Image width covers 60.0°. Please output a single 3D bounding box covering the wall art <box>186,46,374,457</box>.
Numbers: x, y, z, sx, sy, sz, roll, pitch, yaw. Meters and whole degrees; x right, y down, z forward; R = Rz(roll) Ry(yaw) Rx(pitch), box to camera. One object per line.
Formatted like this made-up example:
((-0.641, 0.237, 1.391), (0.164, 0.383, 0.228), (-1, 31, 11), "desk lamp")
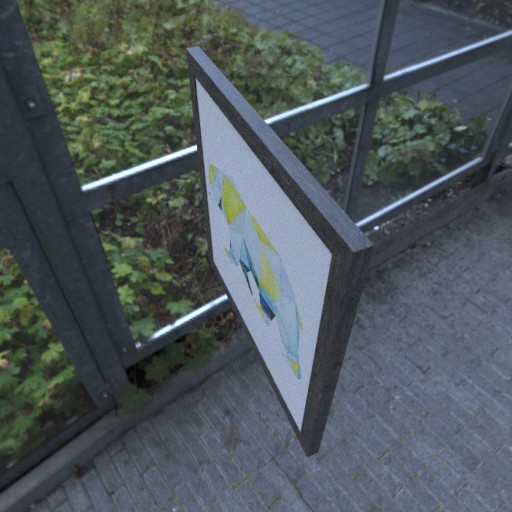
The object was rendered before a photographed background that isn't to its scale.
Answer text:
((0.000, 0.000, 0.679), (0.027, 0.459, 0.462), (-17, 49, -16), "wall art")
